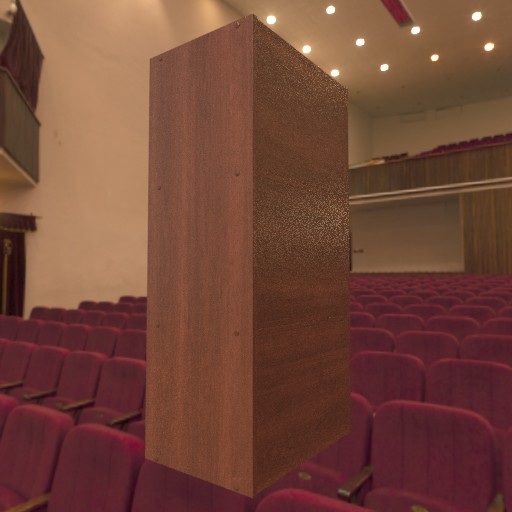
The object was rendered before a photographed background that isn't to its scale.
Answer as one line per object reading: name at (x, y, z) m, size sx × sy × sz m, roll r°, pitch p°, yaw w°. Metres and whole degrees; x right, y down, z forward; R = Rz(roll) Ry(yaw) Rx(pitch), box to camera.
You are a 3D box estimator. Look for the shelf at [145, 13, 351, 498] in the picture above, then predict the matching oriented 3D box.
shelf at (0.000, 0.000, 1.053) m, size 0.290 × 0.879 × 0.414 m, roll -2°, pitch -3°, yaw 37°
